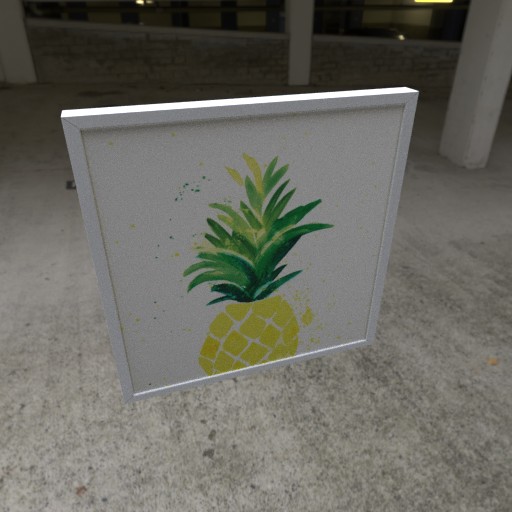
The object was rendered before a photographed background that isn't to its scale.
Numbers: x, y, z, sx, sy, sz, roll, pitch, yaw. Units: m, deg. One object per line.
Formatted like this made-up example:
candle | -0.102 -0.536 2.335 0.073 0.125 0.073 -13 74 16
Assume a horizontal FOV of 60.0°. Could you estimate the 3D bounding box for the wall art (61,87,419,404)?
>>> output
wall art | 0.000 0.000 0.749 0.508 0.507 0.035 -10 32 -15
